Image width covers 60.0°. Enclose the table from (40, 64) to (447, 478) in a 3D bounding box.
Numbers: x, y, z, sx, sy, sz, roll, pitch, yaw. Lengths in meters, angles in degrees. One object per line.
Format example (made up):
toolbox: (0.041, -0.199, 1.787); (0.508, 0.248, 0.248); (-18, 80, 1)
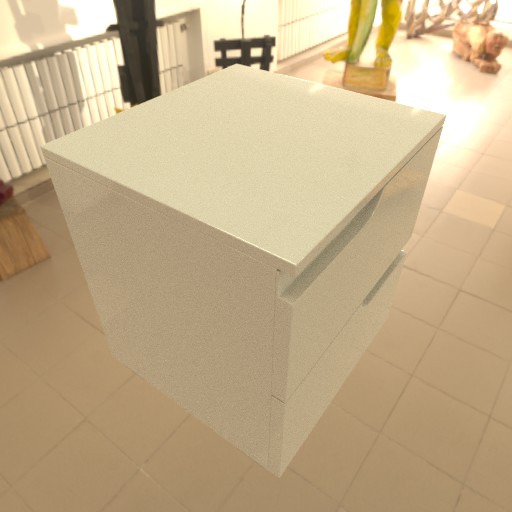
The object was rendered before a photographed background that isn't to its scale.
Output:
table: (0.000, 0.000, 0.777); (0.400, 0.470, 0.420); (26, 47, 27)
